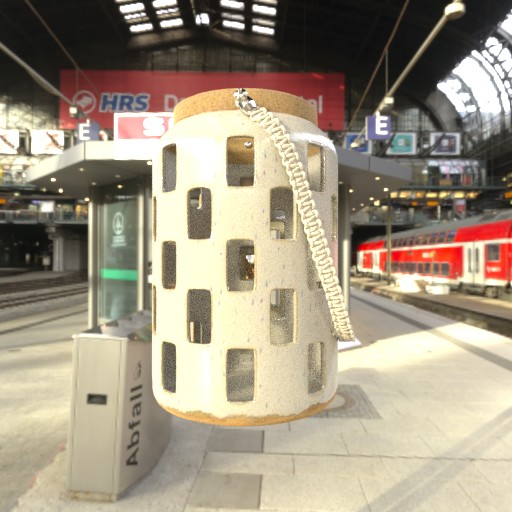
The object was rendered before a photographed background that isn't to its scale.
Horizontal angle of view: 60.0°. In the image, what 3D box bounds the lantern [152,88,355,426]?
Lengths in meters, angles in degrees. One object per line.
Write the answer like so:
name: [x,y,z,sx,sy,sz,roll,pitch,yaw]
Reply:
lantern: [0.000,0.000,0.491,0.184,0.255,0.347,0,0,1]
